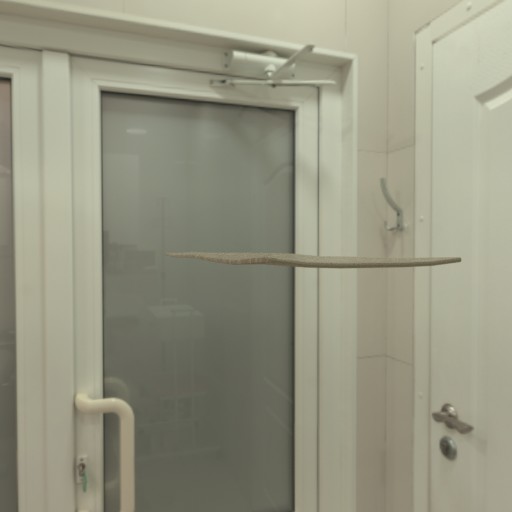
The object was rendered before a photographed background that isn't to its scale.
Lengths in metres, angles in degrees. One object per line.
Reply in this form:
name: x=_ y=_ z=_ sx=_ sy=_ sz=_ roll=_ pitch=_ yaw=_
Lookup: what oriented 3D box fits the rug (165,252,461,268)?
rug: x=0.000 y=0.000 z=2.649 sx=0.752 sy=0.051 sz=2.452 roll=0 pitch=1 yaw=-19
